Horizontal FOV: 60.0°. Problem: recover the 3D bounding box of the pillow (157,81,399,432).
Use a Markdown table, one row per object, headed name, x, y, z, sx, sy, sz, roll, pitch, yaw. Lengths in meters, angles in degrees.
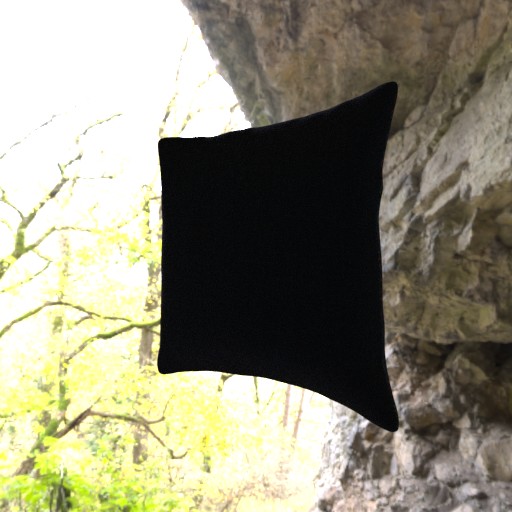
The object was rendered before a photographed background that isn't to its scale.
| name | x | y | z | sx | sy | sz | roll | pitch | yaw |
| --- | --- | --- | --- | --- | --- | --- | --- | --- | --- |
| pillow | 0.000 | 0.000 | 0.667 | 0.431 | 0.431 | 0.141 | 0 | 1 | 36 |
